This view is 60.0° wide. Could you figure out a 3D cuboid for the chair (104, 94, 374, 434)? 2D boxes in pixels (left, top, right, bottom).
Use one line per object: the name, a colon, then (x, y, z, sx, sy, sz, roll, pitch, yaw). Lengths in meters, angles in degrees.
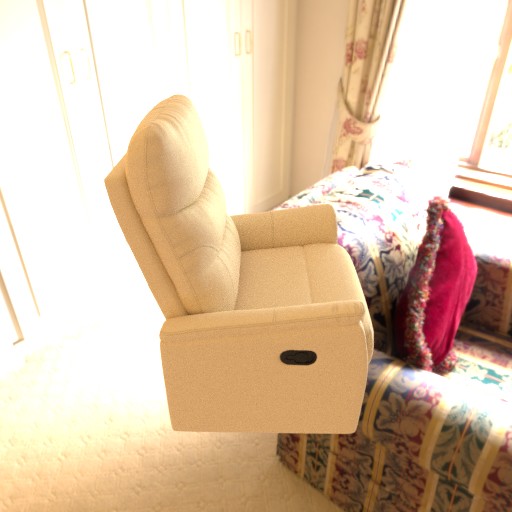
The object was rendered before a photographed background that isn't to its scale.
chair: (0.000, 0.000, 1.636, 0.831, 1.082, 0.775, 0, 31, 1)
